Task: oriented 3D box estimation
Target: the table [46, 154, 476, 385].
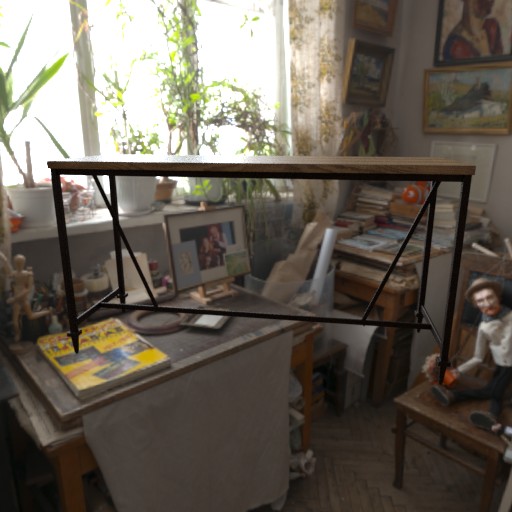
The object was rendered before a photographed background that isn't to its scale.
[{"bbox_3d":[0.000,0.000,2.105,1.700,0.902,0.551,3,16,9],"label":"table"}]
